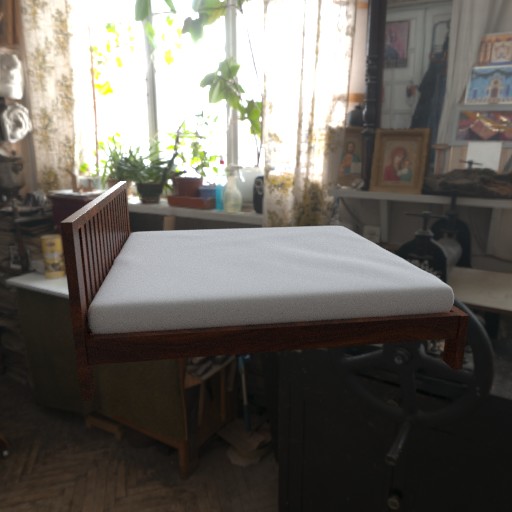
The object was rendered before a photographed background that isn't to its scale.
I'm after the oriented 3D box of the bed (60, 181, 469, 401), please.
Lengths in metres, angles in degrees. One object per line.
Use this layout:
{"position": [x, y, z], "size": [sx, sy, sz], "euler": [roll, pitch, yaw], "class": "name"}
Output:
{"position": [0.000, 0.000, 3.116], "size": [2.030, 0.890, 1.905], "euler": [-2, 15, -9], "class": "bed"}
